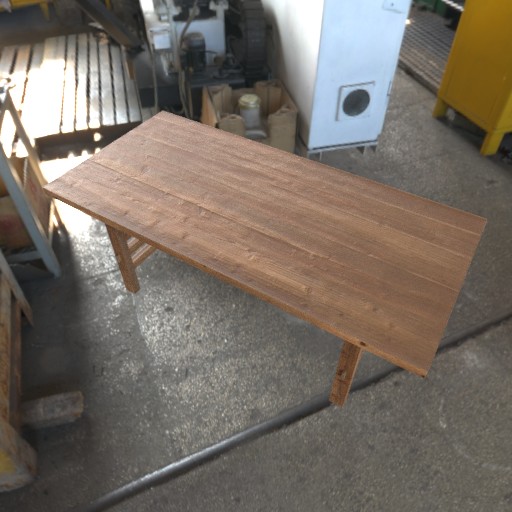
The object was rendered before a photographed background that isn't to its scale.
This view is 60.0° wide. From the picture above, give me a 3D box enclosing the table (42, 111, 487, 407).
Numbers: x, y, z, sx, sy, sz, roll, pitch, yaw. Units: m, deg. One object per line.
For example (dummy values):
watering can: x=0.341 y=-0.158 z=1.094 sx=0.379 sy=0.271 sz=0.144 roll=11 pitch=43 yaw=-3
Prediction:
table: x=0.000 y=0.000 z=2.467 sx=2.003 sy=0.760 sz=0.952 roll=24 pitch=51 yaw=22
